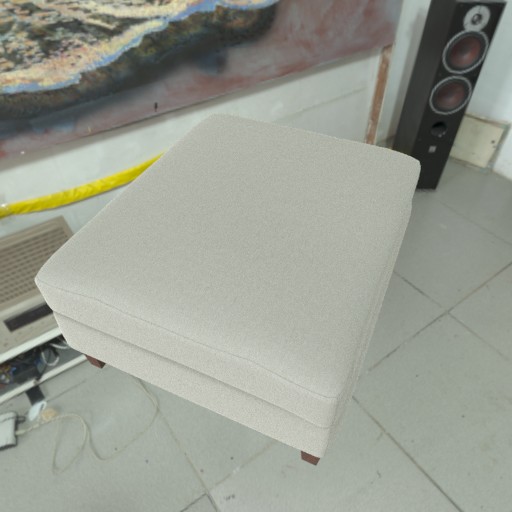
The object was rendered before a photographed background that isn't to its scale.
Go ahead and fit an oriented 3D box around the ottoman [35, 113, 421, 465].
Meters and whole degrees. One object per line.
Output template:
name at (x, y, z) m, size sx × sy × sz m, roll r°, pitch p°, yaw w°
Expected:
ottoman at (0.000, 0.000, 1.438) m, size 0.836 × 0.492 × 0.976 m, roll 18°, pitch 48°, yaw 17°
